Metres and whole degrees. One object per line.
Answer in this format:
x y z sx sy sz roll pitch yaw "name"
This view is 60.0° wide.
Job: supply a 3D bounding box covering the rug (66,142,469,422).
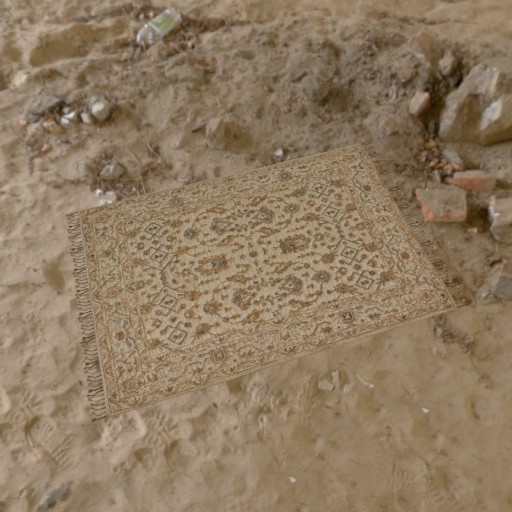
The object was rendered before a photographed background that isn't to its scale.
0.000 0.000 3.044 2.434 0.027 1.529 -15 60 -9 "rug"
